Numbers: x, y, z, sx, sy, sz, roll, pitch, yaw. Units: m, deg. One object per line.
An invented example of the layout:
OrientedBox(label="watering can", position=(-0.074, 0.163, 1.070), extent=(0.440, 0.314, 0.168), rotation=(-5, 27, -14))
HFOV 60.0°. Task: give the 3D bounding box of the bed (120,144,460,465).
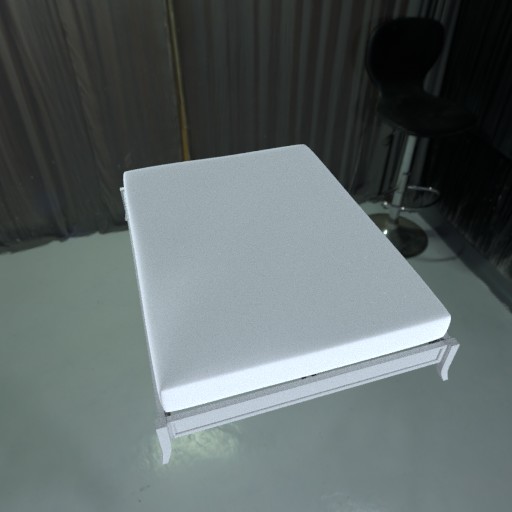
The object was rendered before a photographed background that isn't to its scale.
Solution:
OrientedBox(label="bed", position=(0.000, 0.000, 2.906), extent=(1.604, 0.510, 2.108), rotation=(-11, 42, -13))
